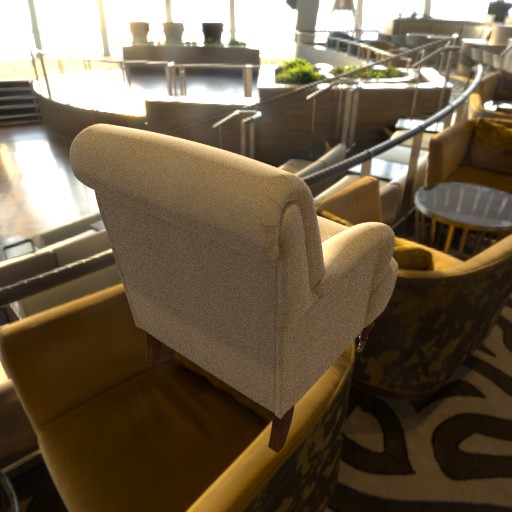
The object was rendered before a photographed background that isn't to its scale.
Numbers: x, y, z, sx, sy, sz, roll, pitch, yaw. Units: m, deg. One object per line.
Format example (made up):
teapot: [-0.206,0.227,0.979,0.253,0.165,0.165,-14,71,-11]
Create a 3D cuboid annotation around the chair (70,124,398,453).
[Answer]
chair: [0.000,0.000,1.537,0.766,0.944,0.842,22,37,33]
